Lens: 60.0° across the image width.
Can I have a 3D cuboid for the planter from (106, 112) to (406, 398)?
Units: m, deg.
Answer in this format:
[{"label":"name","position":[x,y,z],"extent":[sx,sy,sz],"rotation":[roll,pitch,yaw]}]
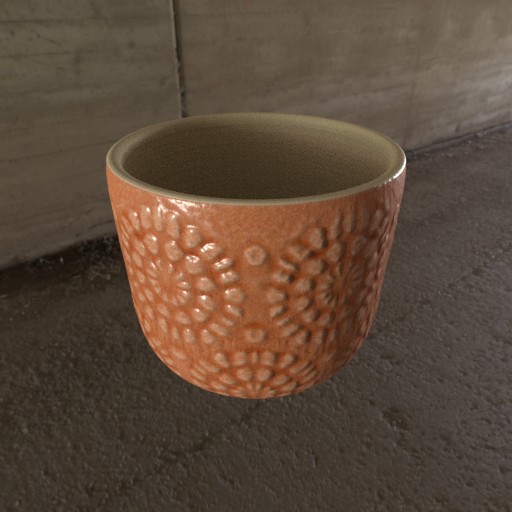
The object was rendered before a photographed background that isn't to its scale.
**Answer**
[{"label":"planter","position":[0.000,0.000,0.215],"extent":[0.124,0.109,0.124],"rotation":[0,31,0]}]
